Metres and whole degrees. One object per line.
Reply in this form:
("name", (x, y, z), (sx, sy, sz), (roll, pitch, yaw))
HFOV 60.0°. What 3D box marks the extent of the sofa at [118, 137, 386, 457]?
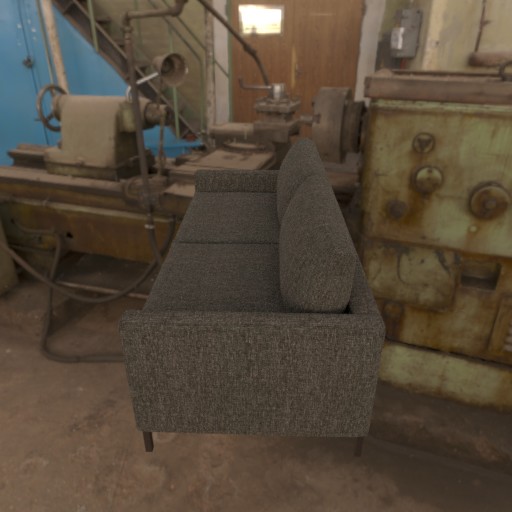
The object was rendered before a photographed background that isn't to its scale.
("sofa", (0.000, 0.000, 2.215), (0.866, 0.862, 1.716), (1, 27, 1))
